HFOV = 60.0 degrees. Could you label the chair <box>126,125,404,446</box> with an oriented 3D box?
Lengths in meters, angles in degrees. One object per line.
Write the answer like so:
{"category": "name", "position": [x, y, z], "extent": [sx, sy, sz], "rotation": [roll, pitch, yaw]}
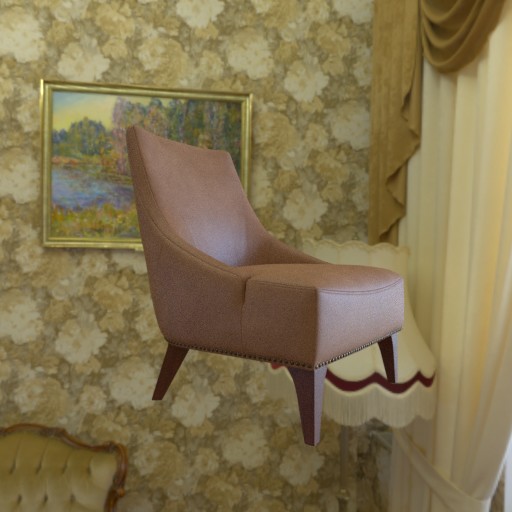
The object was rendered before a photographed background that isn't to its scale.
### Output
{"category": "chair", "position": [0.000, 0.000, 1.543], "extent": [0.861, 0.909, 0.701], "rotation": [0, 1, 35]}
